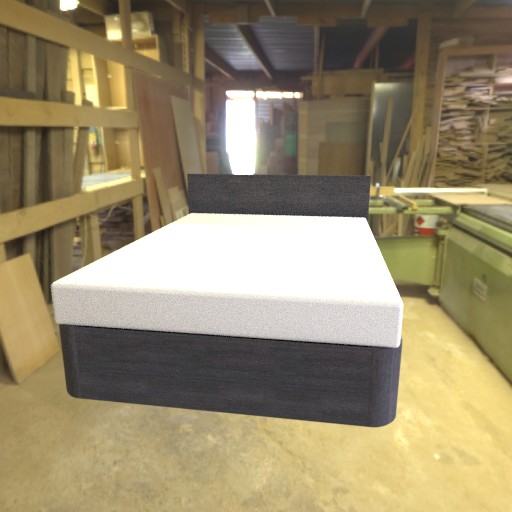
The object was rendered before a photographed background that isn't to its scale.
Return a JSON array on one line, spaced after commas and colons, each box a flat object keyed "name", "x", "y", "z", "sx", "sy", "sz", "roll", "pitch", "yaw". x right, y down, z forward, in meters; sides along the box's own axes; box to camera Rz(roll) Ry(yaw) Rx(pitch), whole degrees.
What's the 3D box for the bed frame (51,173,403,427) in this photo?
[{"name": "bed frame", "x": 0.000, "y": 0.000, "z": 2.569, "sx": 1.400, "sy": 0.800, "sz": 1.900, "roll": 2, "pitch": 15, "yaw": 9}]
